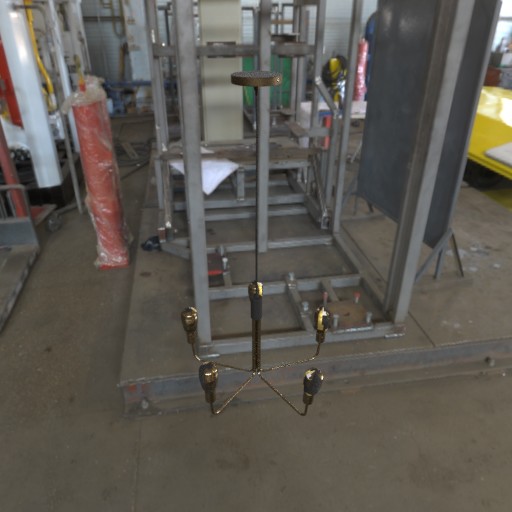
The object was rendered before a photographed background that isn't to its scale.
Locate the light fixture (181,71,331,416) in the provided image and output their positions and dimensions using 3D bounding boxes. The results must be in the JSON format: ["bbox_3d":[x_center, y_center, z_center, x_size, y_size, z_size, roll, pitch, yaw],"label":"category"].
[{"bbox_3d":[0.000,0.000,1.393,0.588,1.059,0.532,19,35,30],"label":"light fixture"}]
